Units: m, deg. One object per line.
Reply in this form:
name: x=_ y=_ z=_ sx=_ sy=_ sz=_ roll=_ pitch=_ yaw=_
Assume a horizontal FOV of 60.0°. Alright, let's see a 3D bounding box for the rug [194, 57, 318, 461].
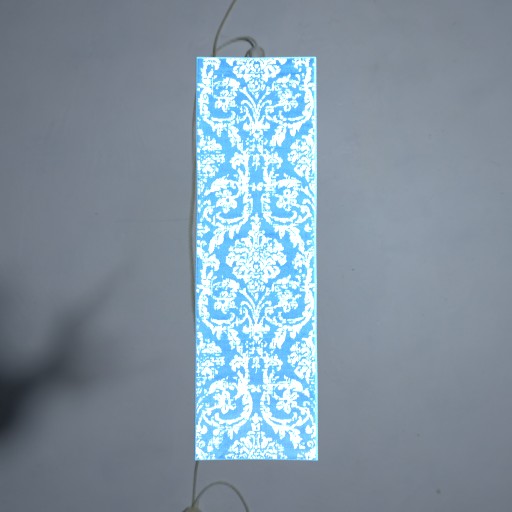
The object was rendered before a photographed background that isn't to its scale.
rug: x=0.000 y=0.000 z=2.411 sx=0.662 sy=0.011 sz=2.196 roll=0 pitch=88 yaw=0
